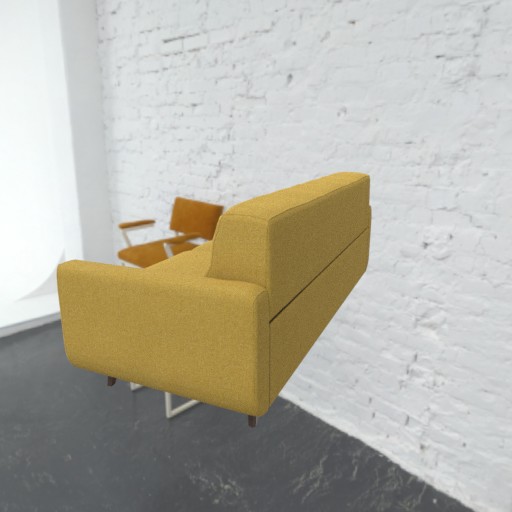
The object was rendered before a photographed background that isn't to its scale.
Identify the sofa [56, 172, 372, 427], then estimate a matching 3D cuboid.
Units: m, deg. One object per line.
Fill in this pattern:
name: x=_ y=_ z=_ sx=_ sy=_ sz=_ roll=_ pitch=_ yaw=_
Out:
sofa: x=0.000 y=0.000 z=2.477 sx=0.909 sy=0.841 sz=2.029 roll=7 pitch=17 yaw=23
